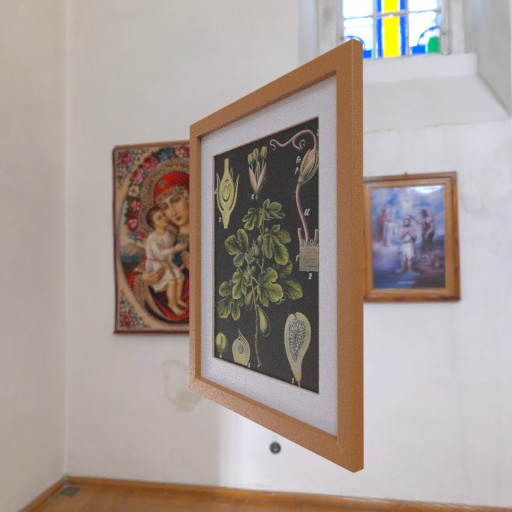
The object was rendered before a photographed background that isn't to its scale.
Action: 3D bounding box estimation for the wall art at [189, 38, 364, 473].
[{"bbox_3d":[0.000,0.000,0.752,0.022,0.553,0.452,0,-1,-36],"label":"wall art"}]
